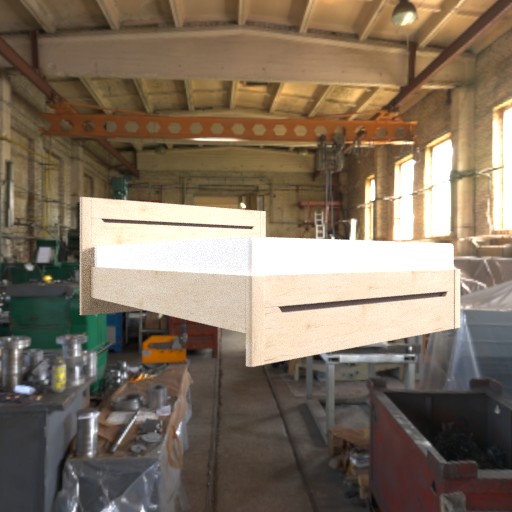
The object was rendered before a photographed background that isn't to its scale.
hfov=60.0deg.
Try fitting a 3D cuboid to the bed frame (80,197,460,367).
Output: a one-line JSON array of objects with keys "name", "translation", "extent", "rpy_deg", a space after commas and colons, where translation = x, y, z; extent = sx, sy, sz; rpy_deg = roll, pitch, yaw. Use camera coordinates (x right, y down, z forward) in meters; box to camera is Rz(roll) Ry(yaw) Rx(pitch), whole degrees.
[{"name": "bed frame", "translation": [0.000, 0.000, 3.109], "extent": [1.800, 0.900, 2.080], "rpy_deg": [0, 0, -37]}]
